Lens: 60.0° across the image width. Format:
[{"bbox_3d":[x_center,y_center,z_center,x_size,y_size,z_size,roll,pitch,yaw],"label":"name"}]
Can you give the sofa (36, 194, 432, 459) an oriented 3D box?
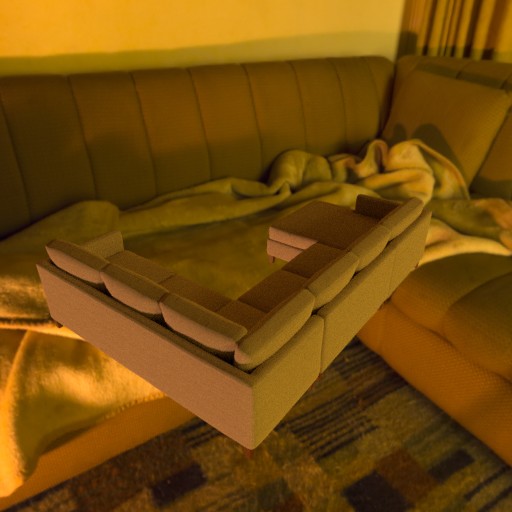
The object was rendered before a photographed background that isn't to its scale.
[{"bbox_3d":[0.000,0.000,4.750,2.594,0.961,3.460,21,36,32],"label":"sofa"}]
